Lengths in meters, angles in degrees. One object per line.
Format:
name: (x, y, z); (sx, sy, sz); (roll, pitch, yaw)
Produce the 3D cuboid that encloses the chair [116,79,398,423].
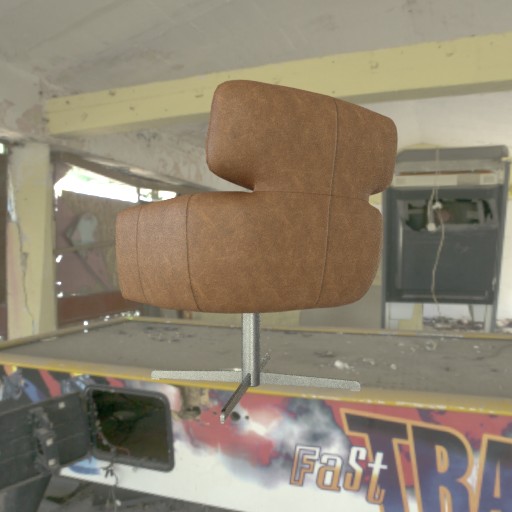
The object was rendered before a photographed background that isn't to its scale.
chair: (0.000, 0.000, 1.377); (0.706, 0.812, 0.715); (0, 0, -34)
